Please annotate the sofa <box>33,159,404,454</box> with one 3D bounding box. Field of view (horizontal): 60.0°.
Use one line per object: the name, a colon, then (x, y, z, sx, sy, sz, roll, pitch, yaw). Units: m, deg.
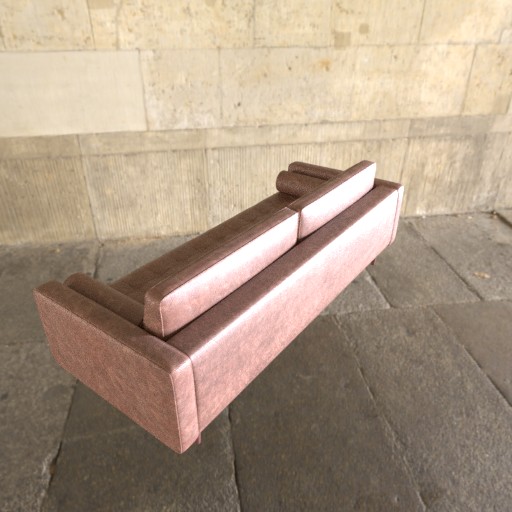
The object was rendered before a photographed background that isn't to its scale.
sofa: (0.000, 0.000, 2.597, 0.914, 0.762, 2.210, 21, 36, 31)
